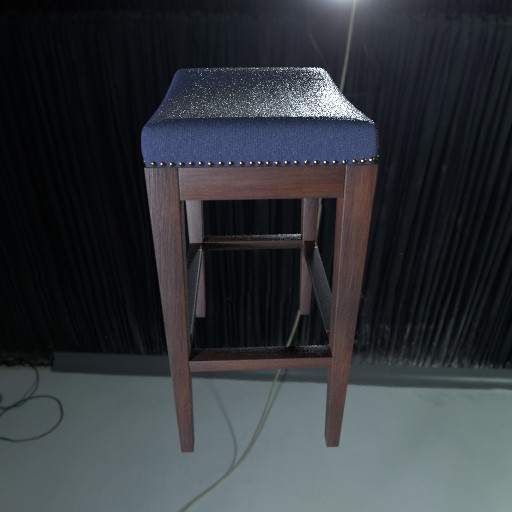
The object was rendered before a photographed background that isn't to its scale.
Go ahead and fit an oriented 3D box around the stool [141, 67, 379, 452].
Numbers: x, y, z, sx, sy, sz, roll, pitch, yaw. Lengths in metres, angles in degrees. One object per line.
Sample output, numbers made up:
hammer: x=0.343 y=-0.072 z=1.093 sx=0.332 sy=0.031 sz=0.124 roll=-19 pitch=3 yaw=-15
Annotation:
stool: x=0.000 y=0.000 z=1.020 sx=0.358 sy=0.740 sz=0.498 roll=-1 pitch=33 yaw=-2
